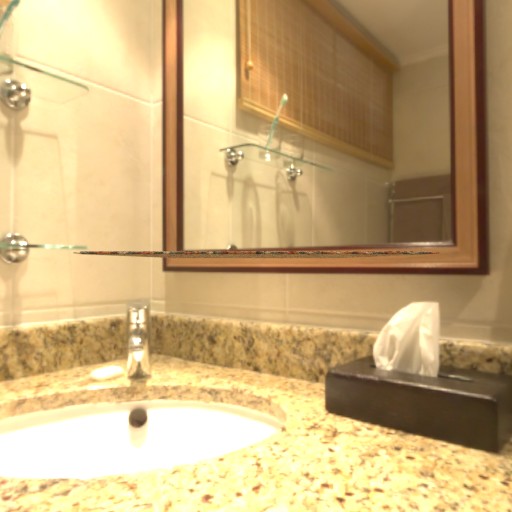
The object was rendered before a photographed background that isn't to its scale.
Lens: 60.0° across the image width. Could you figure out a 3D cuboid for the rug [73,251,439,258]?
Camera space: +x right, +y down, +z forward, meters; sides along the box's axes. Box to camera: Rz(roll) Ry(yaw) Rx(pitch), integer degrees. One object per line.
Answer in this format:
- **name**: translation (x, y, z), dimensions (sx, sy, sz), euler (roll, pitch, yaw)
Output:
- **rug**: translation (0.000, 0.000, 2.436), dimensions (1.218, 0.010, 1.997), euler (0, -1, 0)
